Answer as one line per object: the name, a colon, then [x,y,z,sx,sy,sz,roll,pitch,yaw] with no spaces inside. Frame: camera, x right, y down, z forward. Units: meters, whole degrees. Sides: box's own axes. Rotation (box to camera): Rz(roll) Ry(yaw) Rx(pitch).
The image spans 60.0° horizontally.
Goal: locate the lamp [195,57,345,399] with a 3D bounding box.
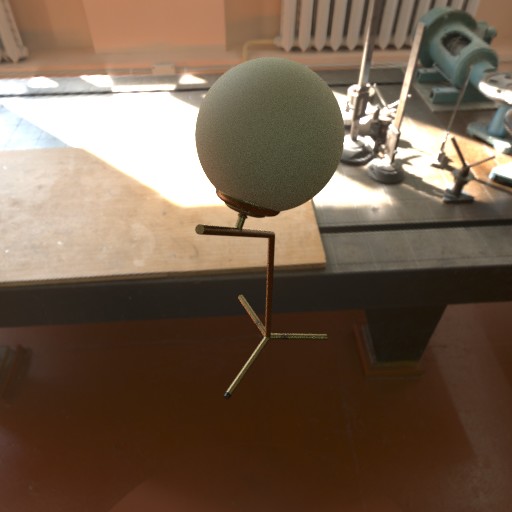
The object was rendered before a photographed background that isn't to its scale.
lamp: [0.000,0.000,0.668,0.210,0.552,0.251,23,50,21]
